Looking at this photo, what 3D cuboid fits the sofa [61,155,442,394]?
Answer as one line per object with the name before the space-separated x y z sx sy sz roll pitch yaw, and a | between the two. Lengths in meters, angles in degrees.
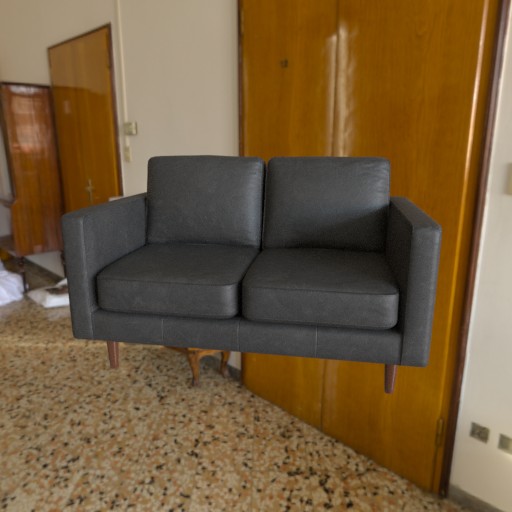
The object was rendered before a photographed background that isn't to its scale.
sofa | 0.000 0.000 2.056 1.430 0.899 0.879 3 15 10
